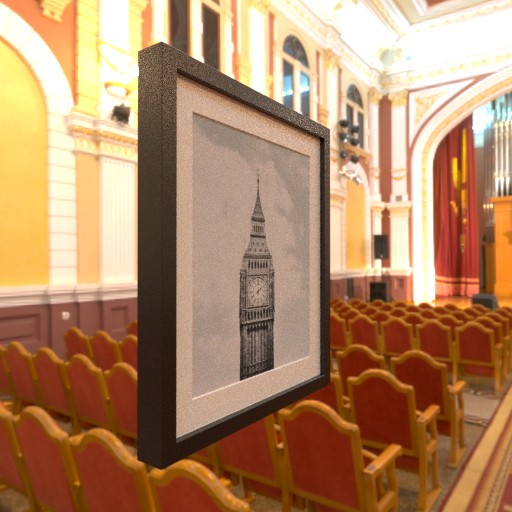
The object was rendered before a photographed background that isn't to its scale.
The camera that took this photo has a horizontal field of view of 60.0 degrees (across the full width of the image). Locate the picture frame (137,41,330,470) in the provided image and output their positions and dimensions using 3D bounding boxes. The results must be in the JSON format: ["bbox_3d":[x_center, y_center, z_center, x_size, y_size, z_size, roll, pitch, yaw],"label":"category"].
[{"bbox_3d":[0.000,0.000,0.533,0.034,0.378,0.328,0,0,36],"label":"picture frame"}]
